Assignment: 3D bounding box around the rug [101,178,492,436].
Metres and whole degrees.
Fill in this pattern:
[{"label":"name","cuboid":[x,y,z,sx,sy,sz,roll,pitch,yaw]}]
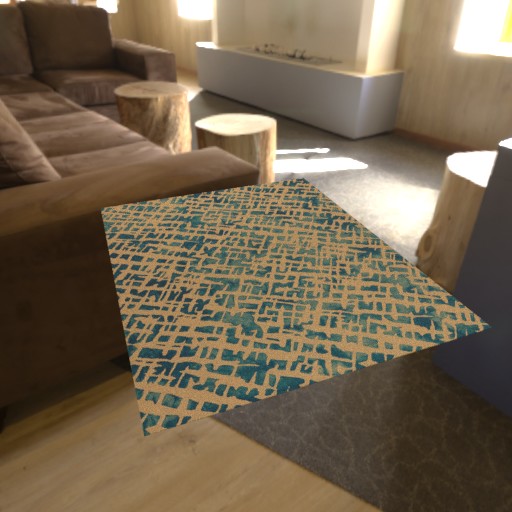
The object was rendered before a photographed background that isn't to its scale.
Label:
[{"label":"rug","cuboid":[0.000,0.000,3.948,2.435,0.007,3.007,-11,34,-18]}]
